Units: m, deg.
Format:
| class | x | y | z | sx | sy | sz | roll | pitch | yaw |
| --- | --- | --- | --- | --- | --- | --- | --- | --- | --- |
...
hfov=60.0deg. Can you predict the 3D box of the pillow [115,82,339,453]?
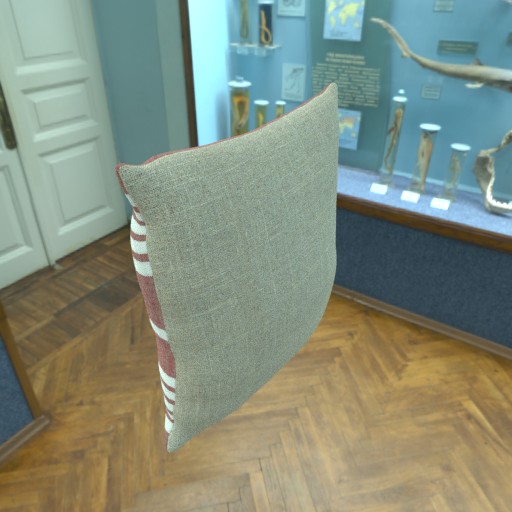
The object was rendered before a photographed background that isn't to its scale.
| class | x | y | z | sx | sy | sz | roll | pitch | yaw |
| --- | --- | --- | --- | --- | --- | --- | --- | --- | --- |
| pillow | 0.000 | 0.000 | 0.658 | 0.182 | 0.427 | 0.439 | 21 | 38 | 30 |
